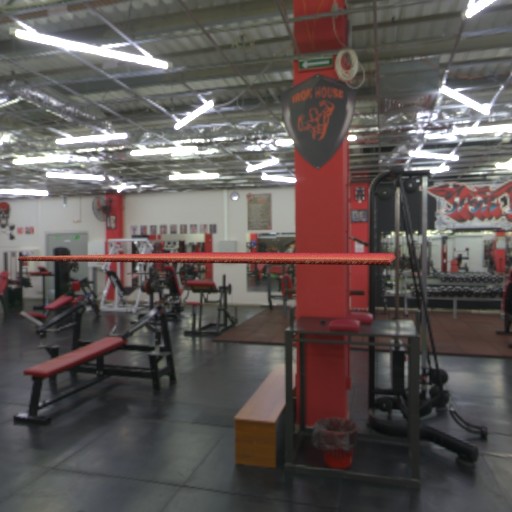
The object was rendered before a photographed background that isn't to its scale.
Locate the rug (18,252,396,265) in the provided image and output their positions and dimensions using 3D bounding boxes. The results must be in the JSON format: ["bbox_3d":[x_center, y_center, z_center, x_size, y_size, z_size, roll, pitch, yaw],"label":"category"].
[{"bbox_3d":[0.000,0.000,3.891,2.340,0.028,2.905,0,1,18],"label":"rug"}]
